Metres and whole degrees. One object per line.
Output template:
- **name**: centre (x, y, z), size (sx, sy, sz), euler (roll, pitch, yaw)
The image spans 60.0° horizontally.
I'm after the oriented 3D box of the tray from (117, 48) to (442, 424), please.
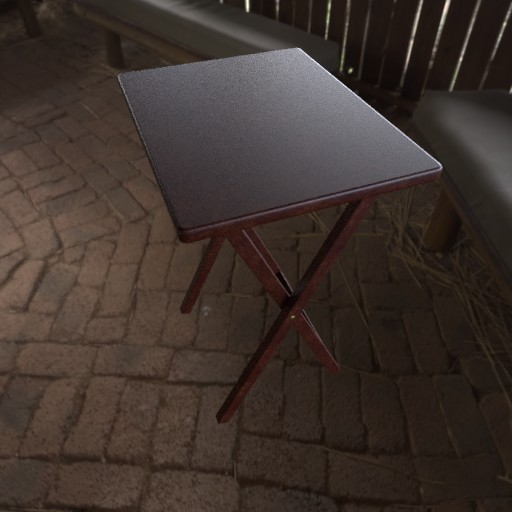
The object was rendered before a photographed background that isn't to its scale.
- **tray**: centre (0.000, 0.000, 0.959), size (0.381, 0.660, 0.483), euler (-15, 47, -15)
